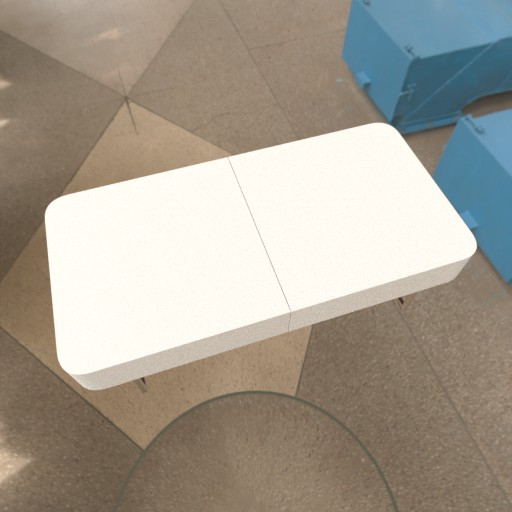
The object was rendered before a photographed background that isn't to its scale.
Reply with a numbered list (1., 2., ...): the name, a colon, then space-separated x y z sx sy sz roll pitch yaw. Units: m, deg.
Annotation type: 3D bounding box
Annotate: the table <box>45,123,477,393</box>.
1. table: 0.000 0.000 1.473 1.200 0.340 0.600 -15 59 -10
